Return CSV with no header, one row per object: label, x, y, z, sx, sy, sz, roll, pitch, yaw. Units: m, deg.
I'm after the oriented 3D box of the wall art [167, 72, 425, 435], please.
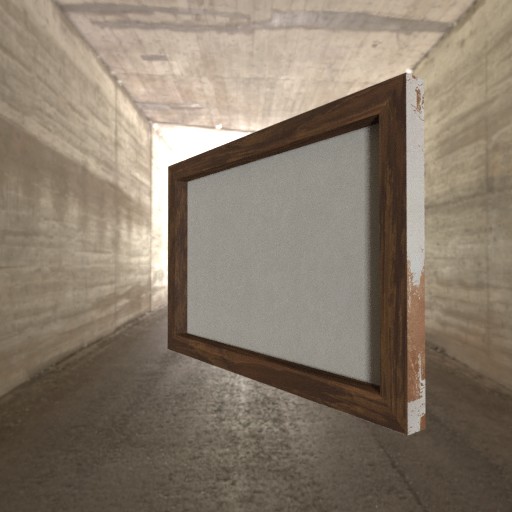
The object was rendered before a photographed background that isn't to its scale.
wall art,0.000,0.000,0.748,0.035,0.405,0.609,1,-1,-37
